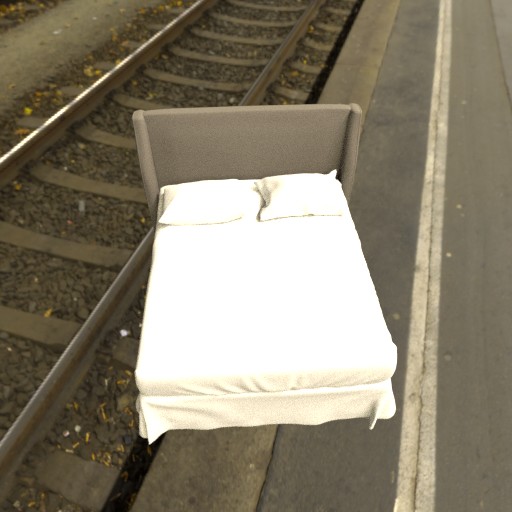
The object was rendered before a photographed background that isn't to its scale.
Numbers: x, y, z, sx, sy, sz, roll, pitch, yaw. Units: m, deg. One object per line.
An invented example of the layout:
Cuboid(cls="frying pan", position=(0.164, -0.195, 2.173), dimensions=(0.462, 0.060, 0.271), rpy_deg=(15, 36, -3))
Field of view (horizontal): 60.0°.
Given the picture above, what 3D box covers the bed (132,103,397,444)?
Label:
Cuboid(cls="bed", position=(0.000, 0.000, 3.418), dimensions=(1.925, 1.332, 2.276), rpy_deg=(-3, 46, -3))
